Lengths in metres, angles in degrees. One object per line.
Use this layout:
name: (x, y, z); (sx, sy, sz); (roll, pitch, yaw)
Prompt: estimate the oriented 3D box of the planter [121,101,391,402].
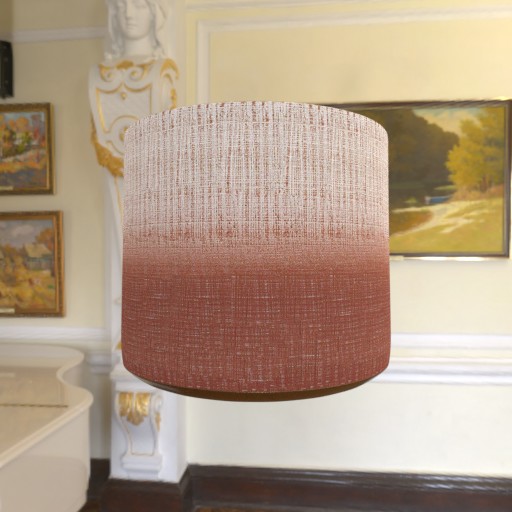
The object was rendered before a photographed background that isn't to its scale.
planter: (0.000, 0.000, 0.436); (0.254, 0.221, 0.254); (0, 0, 0)
